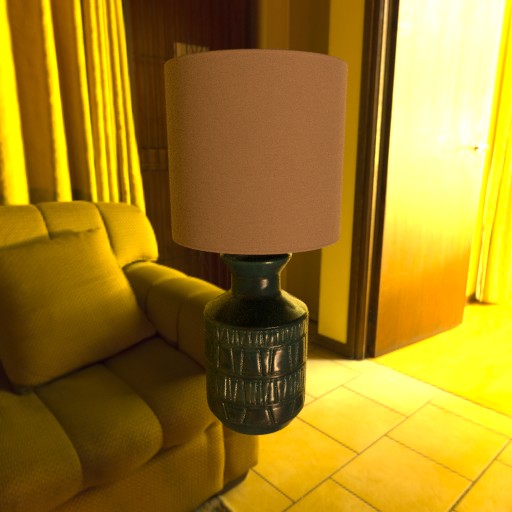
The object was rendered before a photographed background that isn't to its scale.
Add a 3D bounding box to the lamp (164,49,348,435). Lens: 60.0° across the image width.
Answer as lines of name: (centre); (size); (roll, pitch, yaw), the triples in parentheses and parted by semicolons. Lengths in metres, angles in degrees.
lamp: (0.000, 0.000, 0.574); (0.211, 0.455, 0.211); (7, 16, 27)
